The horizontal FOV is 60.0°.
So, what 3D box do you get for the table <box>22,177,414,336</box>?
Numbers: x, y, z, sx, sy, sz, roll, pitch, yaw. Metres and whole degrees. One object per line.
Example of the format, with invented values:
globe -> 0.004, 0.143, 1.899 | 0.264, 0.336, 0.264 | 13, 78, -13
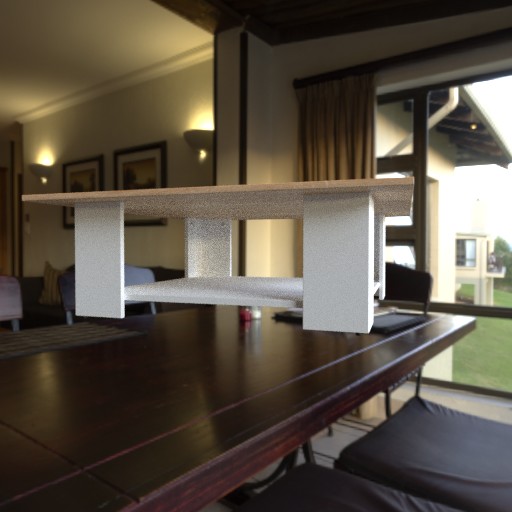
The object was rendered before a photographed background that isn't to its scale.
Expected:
table -> 0.000, 0.000, 1.349 | 0.890, 0.305, 0.890 | 0, 1, 19
